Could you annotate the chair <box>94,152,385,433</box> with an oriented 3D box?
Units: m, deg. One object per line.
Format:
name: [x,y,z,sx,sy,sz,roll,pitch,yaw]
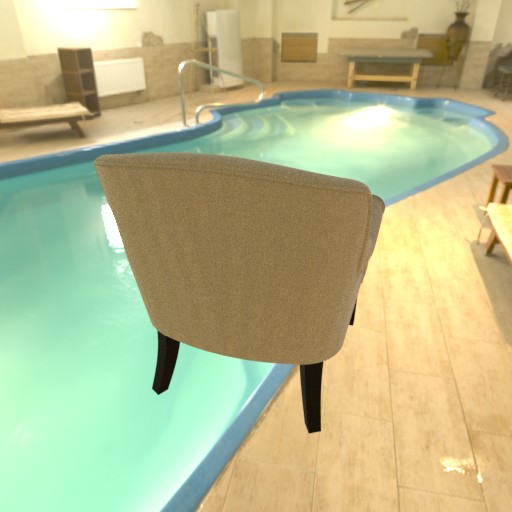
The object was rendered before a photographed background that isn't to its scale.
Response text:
chair: [0.000,0.000,1.473,0.772,0.880,0.755,9,31,15]
